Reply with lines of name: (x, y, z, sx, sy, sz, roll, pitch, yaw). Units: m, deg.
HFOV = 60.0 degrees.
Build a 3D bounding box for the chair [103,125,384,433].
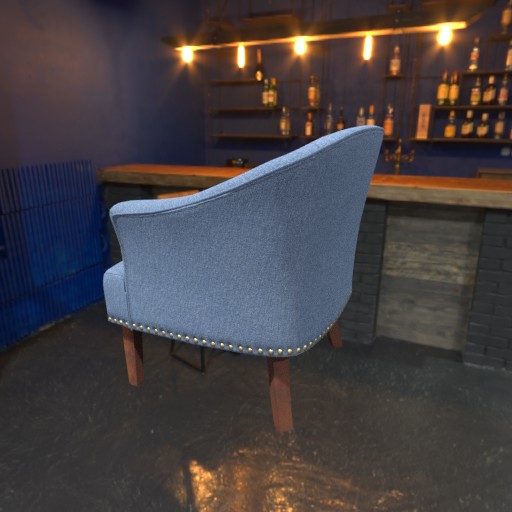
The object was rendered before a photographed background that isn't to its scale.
chair: (0.000, 0.000, 1.441, 0.704, 0.815, 0.772, 8, 18, 25)
